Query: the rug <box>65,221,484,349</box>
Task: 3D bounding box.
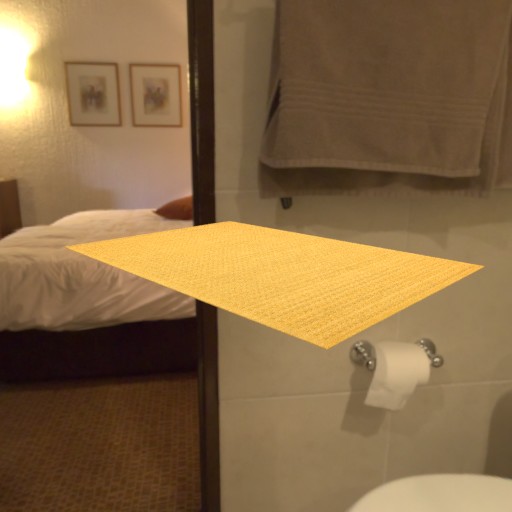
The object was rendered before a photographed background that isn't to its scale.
[{"bbox_3d":[0.000,0.000,3.663,1.981,0.006,2.895,-14,19,-43],"label":"rug"}]
